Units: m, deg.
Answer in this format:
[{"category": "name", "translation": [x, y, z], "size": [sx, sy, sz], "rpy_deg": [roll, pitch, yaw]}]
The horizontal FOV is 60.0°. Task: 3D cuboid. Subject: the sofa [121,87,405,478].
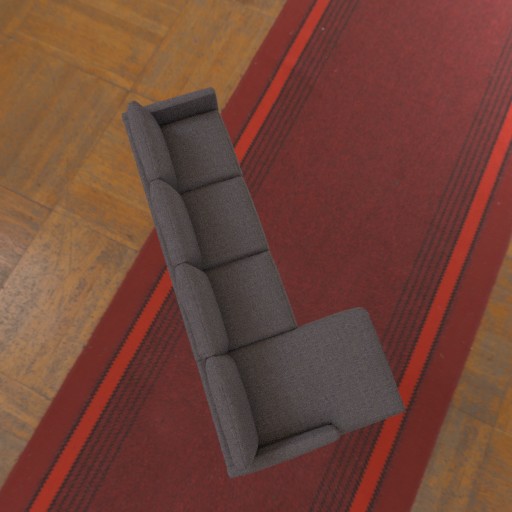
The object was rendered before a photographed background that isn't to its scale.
[{"category": "sofa", "translation": [0.000, 0.000, 3.261], "size": [1.258, 0.754, 2.731], "rpy_deg": [-18, 77, -5]}]
